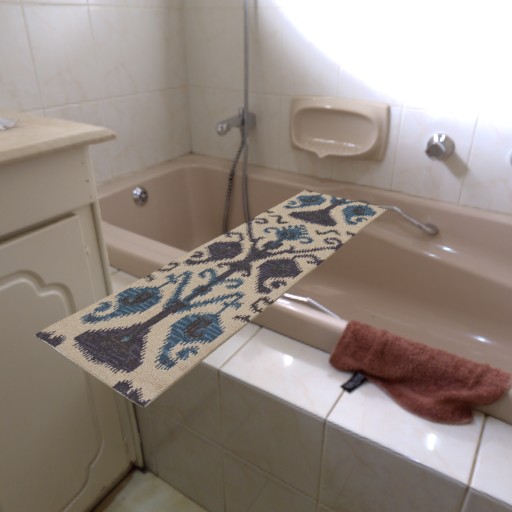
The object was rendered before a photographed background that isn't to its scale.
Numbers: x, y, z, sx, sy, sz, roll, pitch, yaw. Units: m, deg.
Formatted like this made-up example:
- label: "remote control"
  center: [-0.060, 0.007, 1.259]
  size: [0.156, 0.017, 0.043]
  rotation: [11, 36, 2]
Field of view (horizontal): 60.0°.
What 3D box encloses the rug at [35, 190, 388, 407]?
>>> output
- label: "rug"
  center: [0.000, 0.000, 2.534]
  size: [0.692, 0.017, 2.301]
  rotation: [18, 33, 31]
